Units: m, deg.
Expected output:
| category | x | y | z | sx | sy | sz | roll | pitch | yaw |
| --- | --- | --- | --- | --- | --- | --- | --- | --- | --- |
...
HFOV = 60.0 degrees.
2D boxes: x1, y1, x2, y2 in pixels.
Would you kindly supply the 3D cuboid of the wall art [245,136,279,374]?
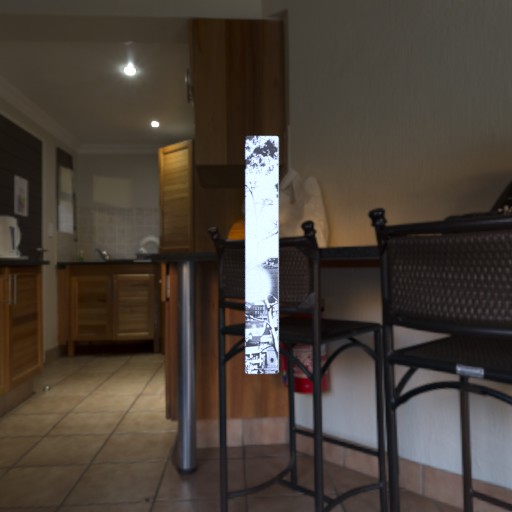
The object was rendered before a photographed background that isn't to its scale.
| category | x | y | z | sx | sy | sz | roll | pitch | yaw |
| --- | --- | --- | --- | --- | --- | --- | --- | --- | --- |
| wall art | 0.000 | 0.000 | 0.861 | 0.036 | 0.256 | 0.766 | 0 | 0 | -1 |
